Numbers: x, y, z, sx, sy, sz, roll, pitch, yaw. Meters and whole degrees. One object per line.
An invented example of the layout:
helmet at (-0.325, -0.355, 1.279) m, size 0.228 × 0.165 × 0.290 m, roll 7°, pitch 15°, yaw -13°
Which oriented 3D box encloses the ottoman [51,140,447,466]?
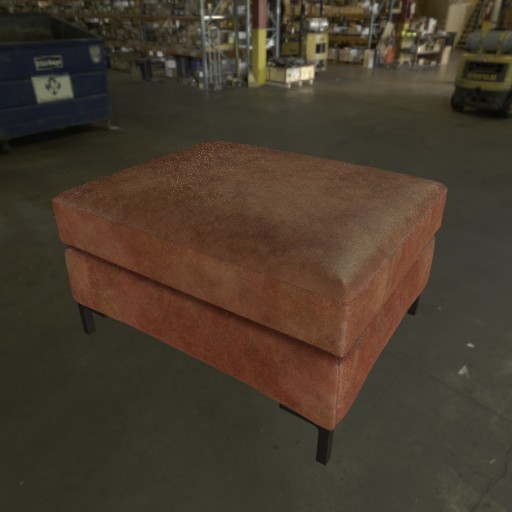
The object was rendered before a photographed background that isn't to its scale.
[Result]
ottoman at (0.000, 0.000, 1.787) m, size 1.186 × 0.667 × 0.965 m, roll 18°, pitch 34°, yaw 29°
